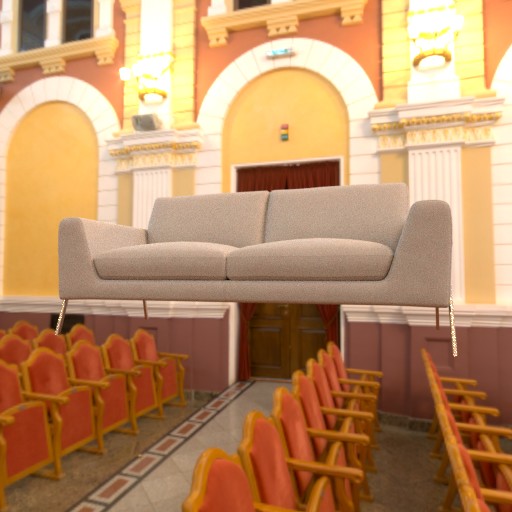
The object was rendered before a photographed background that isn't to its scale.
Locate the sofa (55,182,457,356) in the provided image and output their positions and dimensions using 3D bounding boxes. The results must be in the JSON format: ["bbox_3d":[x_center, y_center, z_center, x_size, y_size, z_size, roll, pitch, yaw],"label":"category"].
[{"bbox_3d":[0.000,0.000,2.561,2.017,0.875,0.953,-1,-3,18],"label":"sofa"}]
